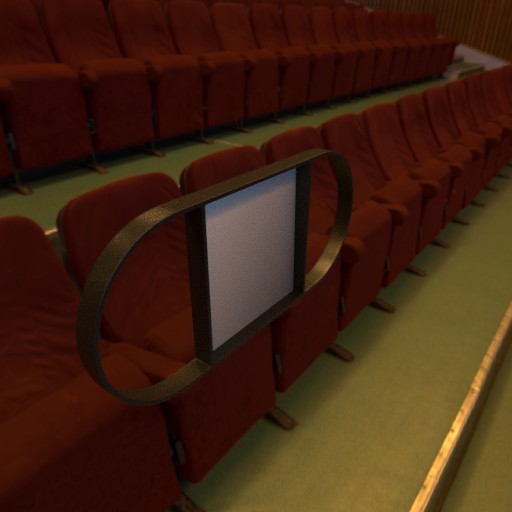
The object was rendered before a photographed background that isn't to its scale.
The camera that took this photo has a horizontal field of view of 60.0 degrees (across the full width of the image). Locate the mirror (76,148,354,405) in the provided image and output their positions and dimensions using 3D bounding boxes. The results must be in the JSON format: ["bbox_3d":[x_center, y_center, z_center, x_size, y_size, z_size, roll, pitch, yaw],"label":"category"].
[{"bbox_3d":[0.000,0.000,0.671,0.032,0.254,0.584,19,33,33],"label":"mirror"}]
